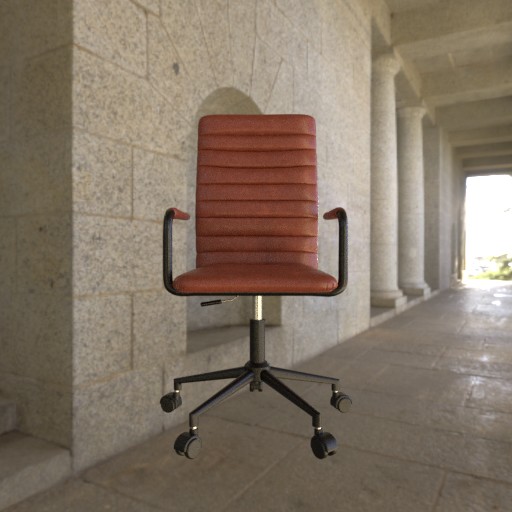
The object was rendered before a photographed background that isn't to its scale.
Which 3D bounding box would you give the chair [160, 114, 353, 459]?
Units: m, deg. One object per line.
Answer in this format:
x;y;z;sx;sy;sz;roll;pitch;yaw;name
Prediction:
0.000;0.000;1.337;0.608;0.979;0.580;0;0;1;chair
